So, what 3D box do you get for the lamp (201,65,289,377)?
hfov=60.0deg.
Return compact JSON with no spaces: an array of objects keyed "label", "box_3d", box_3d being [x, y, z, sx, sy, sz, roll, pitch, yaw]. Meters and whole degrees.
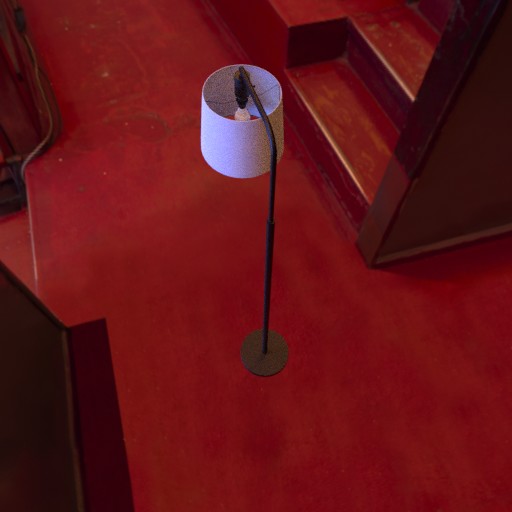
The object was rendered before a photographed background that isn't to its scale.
[{"label":"lamp","box_3d":[0.000,0.000,1.696,0.254,1.478,0.508,-17,60,-10]}]
